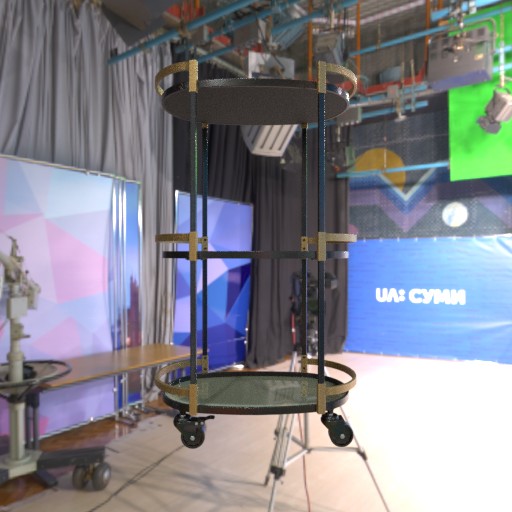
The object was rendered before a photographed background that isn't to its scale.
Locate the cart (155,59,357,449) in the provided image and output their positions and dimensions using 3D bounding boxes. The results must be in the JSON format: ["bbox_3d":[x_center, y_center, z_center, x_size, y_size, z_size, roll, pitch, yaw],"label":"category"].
[{"bbox_3d":[0.000,0.000,1.152,0.515,0.885,0.311,0,0,-1],"label":"cart"}]
